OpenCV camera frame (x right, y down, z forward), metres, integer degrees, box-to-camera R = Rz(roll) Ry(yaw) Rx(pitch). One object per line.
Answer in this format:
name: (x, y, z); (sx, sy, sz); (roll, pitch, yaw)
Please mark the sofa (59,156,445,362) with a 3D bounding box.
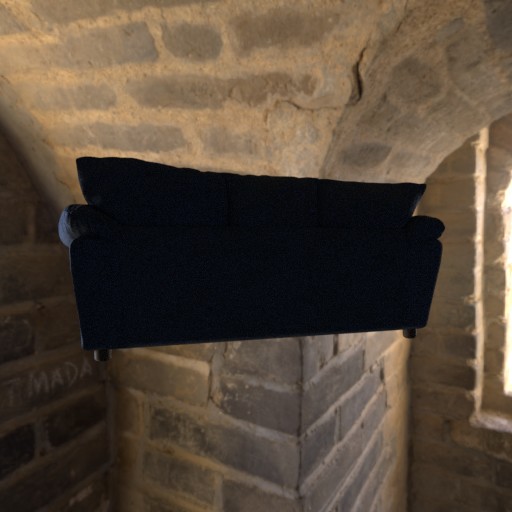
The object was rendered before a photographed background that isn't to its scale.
sofa: (0.000, 0.000, 2.900); (2.390, 1.091, 0.907); (0, 2, -17)
